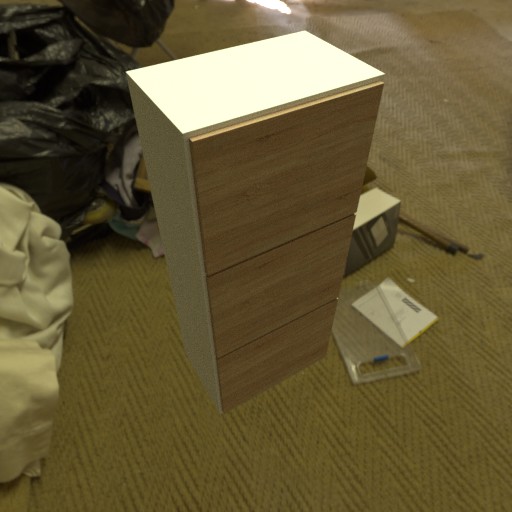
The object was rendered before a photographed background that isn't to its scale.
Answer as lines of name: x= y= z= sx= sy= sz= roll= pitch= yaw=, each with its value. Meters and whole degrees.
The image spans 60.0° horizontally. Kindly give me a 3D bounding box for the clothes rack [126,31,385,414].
clothes rack: x=0.000 y=0.000 z=1.429 sx=0.500 sy=1.187 sz=0.331 roll=-23 pitch=50 yaw=-21
